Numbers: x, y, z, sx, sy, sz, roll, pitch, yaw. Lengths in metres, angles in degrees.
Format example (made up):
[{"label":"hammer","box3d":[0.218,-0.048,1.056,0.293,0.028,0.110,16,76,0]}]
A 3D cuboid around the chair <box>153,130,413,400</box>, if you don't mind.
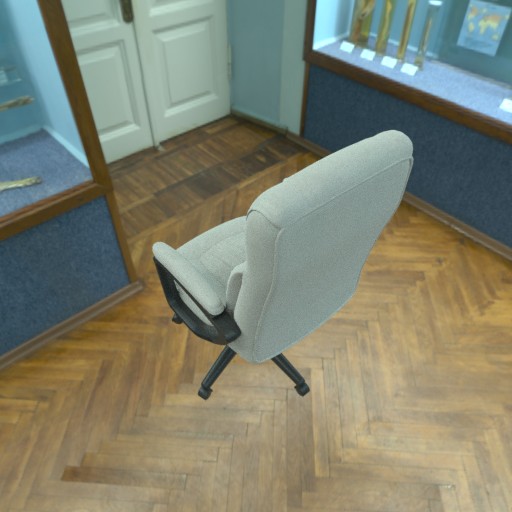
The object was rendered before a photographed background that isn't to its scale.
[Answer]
[{"label":"chair","box3d":[0.000,0.000,1.558,0.667,1.105,0.724,-30,52,-27]}]
